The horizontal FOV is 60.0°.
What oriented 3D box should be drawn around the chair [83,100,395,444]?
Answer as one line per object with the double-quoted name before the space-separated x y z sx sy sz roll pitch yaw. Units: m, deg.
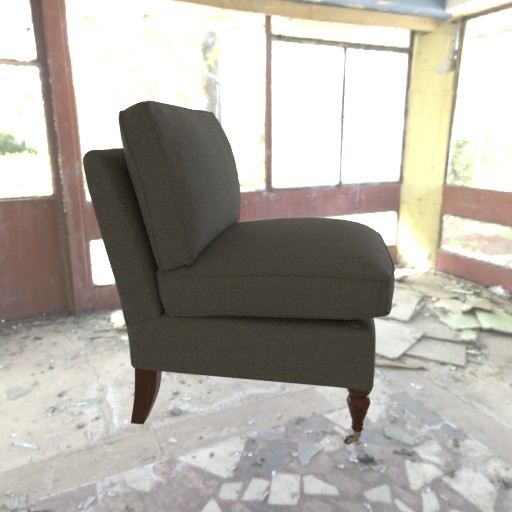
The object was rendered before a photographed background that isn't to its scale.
"chair" 0.000 0.000 1.630 0.924 1.045 0.724 3 15 10
